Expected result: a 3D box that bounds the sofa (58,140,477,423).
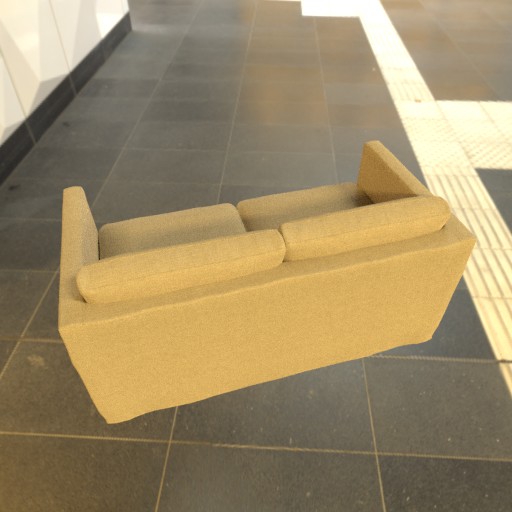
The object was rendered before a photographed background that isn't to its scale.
[{"bbox_3d":[0.000,0.000,2.255,1.766,0.828,0.956,-11,44,-12],"label":"sofa"}]
